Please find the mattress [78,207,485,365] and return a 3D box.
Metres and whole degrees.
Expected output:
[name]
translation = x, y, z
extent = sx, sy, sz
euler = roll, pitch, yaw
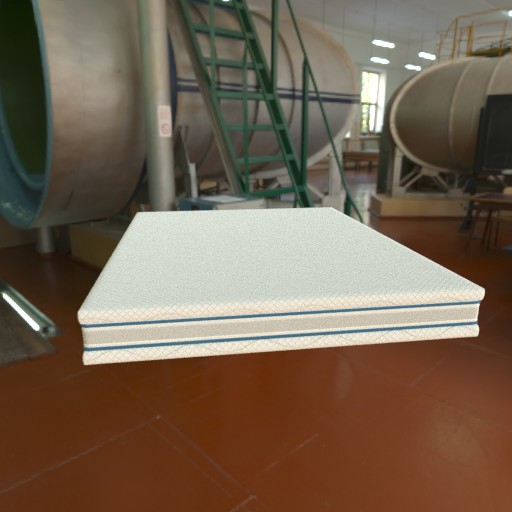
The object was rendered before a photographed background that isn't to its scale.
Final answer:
[mattress]
translation = 0.000, 0.000, 2.675
extent = 1.600, 0.230, 2.000
euler = -2, 16, -8
